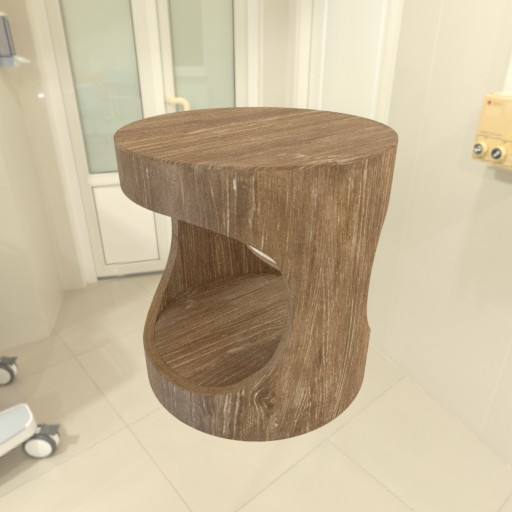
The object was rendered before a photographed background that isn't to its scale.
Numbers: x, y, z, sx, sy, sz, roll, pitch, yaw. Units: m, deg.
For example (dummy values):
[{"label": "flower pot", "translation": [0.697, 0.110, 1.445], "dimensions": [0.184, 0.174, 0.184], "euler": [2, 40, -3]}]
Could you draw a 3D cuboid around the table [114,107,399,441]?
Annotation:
[{"label": "table", "translation": [0.000, 0.000, 0.978], "dimensions": [0.527, 0.551, 0.527], "euler": [0, 27, 0]}]
